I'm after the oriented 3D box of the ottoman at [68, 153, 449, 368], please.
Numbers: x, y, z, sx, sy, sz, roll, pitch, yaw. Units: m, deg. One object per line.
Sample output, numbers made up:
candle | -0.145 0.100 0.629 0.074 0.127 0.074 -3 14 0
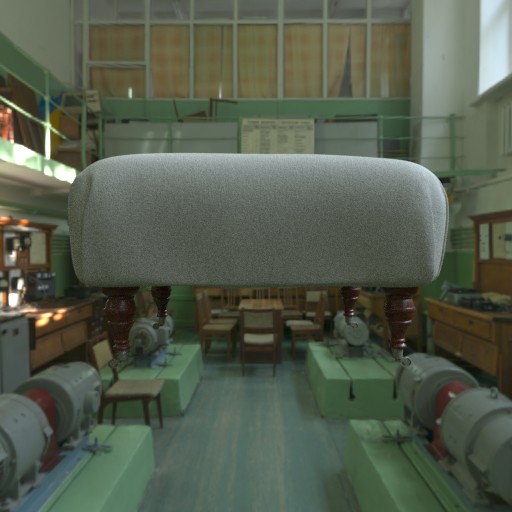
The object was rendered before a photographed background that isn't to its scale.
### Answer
ottoman | 0.000 0.000 1.123 0.746 0.450 0.639 0 1 -1
